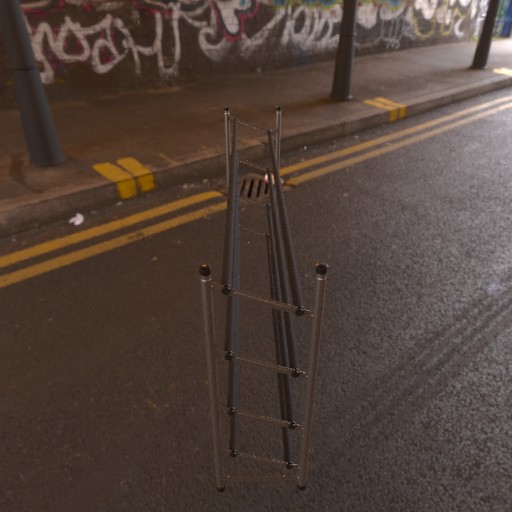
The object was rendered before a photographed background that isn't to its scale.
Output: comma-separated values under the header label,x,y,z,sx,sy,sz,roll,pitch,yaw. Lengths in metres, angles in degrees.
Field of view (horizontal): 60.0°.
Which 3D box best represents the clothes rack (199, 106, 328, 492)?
label,x,y,z,sx,sy,sz,roll,pitch,yaw
clothes rack,0.000,0.000,1.435,0.229,0.672,1.168,-1,32,-1
